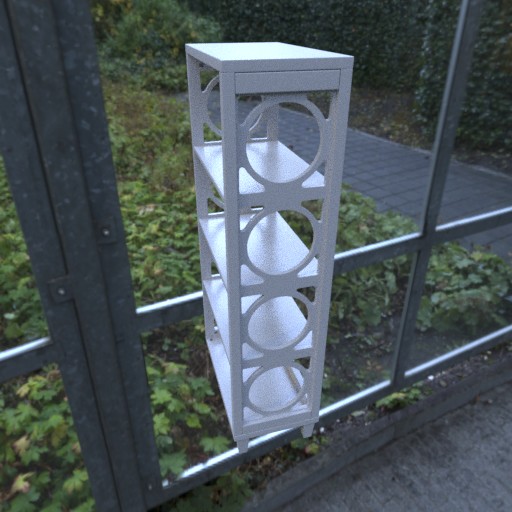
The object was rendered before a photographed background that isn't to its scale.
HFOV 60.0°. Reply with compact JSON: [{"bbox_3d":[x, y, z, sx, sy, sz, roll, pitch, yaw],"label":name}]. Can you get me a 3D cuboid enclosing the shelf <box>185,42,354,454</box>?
[{"bbox_3d":[0.000,0.000,1.664,0.340,1.411,0.611,-8,30,-14],"label":"shelf"}]
